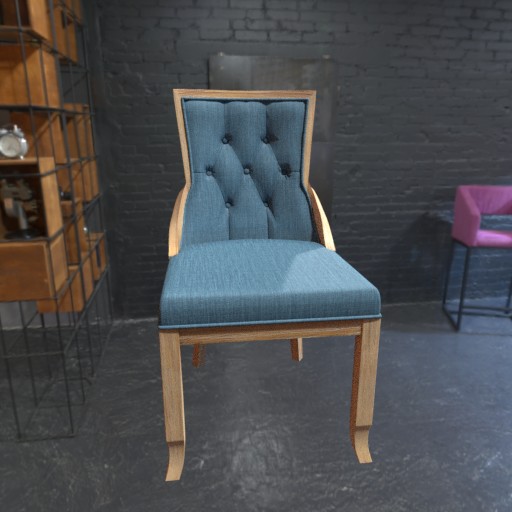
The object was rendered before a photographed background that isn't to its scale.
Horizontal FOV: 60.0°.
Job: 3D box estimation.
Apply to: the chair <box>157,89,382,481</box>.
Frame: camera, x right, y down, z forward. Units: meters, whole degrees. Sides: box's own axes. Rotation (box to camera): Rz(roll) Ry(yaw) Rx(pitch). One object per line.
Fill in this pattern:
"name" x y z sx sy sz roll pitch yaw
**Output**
"chair" 0.000 0.000 1.286 0.524 0.947 0.641 -2 16 -7
